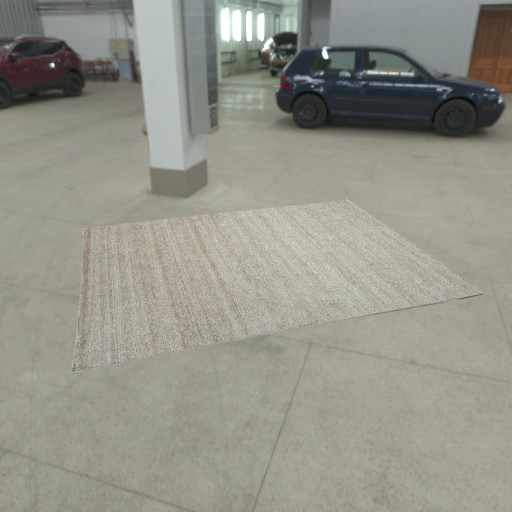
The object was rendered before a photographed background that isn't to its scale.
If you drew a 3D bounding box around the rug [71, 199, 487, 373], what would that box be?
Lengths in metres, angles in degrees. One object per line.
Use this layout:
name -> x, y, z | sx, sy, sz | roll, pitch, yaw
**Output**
rug -> 0.000, 0.000, 4.220 | 3.202, 0.045, 2.434 | -8, 27, -15
